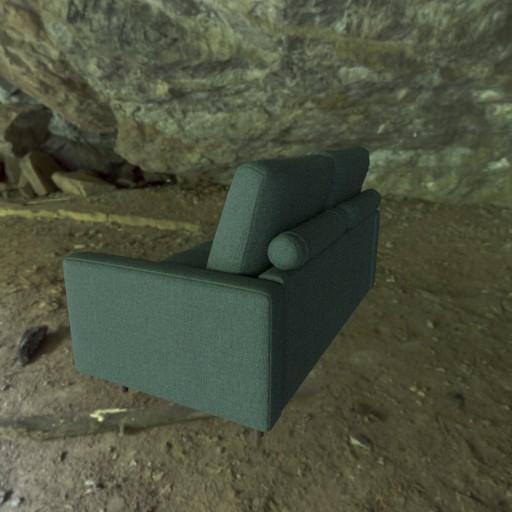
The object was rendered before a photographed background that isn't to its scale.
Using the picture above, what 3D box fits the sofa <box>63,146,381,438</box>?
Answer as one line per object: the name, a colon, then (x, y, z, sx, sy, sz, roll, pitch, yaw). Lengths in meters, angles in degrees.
sofa: (0.000, 0.000, 1.952, 0.842, 0.907, 1.407, 8, 18, 25)
